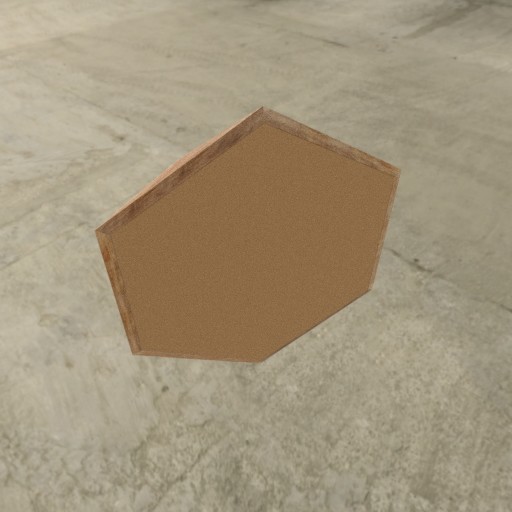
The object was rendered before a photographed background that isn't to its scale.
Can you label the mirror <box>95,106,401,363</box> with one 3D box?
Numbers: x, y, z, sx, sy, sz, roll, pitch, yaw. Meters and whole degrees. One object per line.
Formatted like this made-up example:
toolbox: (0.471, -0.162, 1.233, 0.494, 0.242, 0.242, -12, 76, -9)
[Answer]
mirror: (0.000, 0.000, 1.079, 0.675, 0.779, 0.091, -13, 43, -15)
